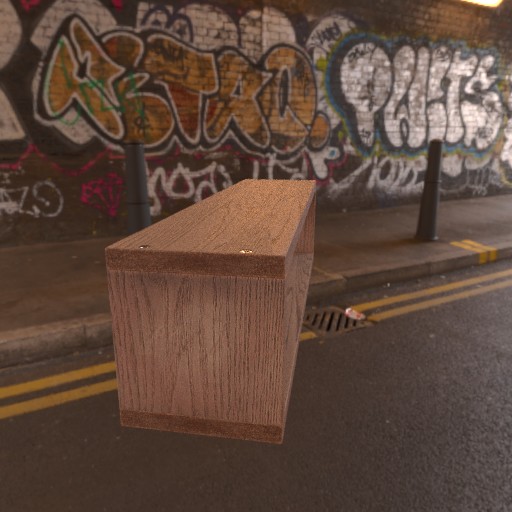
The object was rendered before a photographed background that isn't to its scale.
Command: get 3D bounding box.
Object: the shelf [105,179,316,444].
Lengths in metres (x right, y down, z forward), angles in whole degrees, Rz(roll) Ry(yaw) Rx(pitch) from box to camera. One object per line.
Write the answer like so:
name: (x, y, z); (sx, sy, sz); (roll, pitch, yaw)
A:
shelf: (0.000, 0.000, 0.666); (0.150, 0.170, 0.610); (3, 15, 9)
